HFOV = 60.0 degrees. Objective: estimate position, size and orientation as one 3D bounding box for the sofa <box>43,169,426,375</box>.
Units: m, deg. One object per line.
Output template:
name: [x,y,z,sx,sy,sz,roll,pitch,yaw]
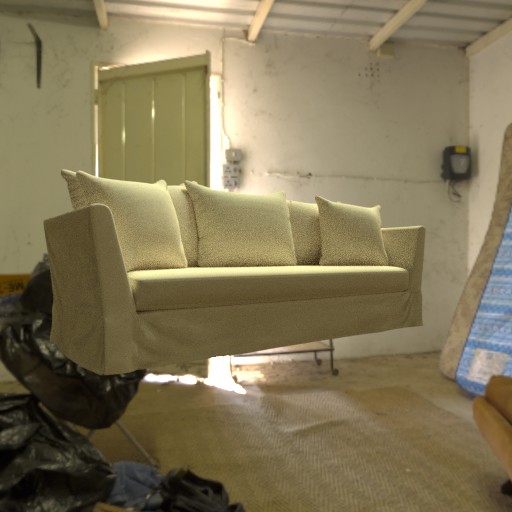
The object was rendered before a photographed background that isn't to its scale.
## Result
sofa: [0.000,0.000,3.020,2.484,1.042,1.030,0,0,-36]
